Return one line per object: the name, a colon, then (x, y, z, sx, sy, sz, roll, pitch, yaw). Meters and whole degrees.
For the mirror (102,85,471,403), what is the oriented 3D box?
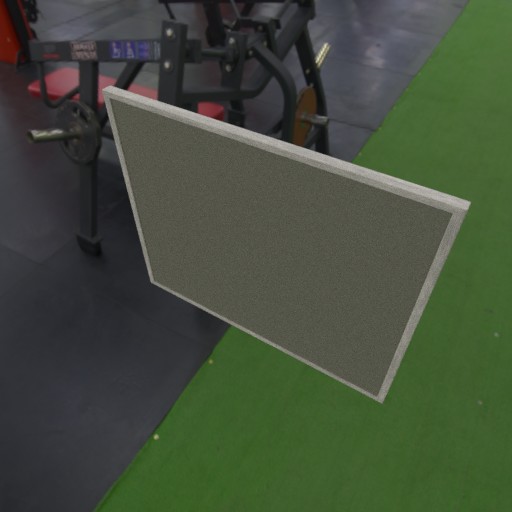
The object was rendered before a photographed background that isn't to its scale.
mirror: (0.000, 0.000, 1.138, 0.839, 0.689, 0.028, 24, 50, 22)
